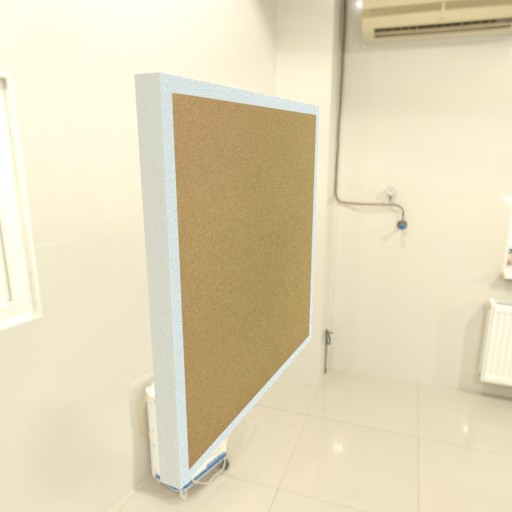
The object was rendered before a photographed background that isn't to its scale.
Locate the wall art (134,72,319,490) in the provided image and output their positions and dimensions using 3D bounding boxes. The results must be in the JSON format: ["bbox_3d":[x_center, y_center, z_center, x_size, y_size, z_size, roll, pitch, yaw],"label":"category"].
[{"bbox_3d":[0.000,0.000,0.448,0.020,0.307,0.307,7,16,25],"label":"wall art"}]
